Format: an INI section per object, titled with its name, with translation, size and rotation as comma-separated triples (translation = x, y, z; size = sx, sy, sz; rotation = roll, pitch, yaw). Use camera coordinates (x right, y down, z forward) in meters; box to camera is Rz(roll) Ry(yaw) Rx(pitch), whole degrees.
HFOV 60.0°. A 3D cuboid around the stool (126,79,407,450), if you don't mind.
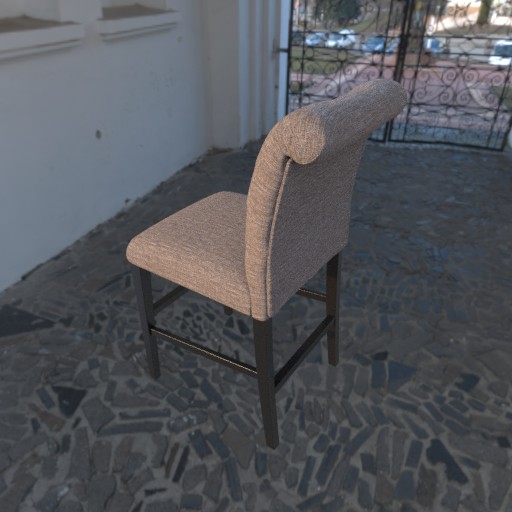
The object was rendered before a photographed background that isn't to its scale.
[stool]
translation = 0.000, 0.000, 1.293
size = 0.611, 0.970, 0.457
rotation = 20, 37, 29
